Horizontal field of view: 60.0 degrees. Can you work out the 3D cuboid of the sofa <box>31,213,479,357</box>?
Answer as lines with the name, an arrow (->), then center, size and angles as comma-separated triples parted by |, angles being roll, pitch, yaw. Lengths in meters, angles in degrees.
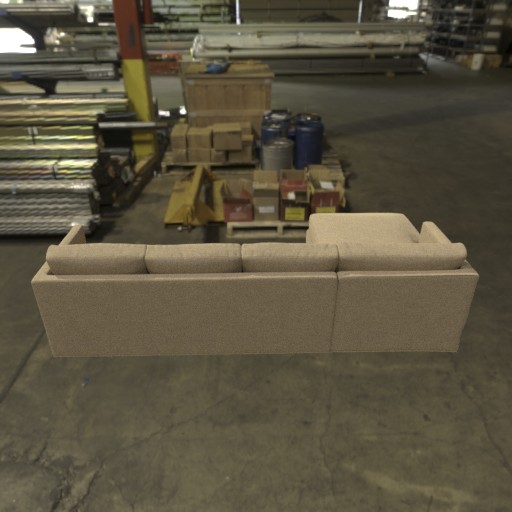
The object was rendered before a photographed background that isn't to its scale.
sofa -> 0.000, 0.000, 3.953 | 3.198, 0.920, 1.638 | -1, 30, -1
